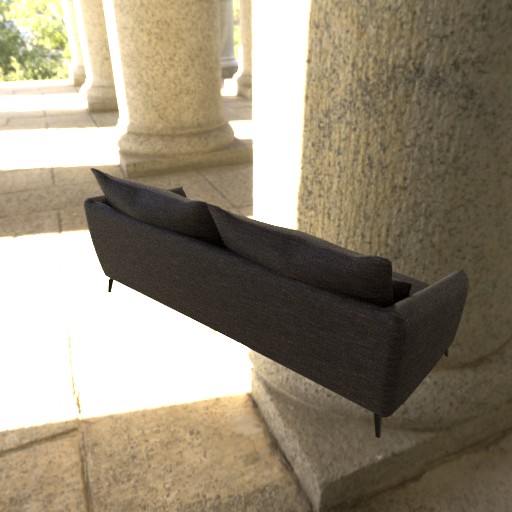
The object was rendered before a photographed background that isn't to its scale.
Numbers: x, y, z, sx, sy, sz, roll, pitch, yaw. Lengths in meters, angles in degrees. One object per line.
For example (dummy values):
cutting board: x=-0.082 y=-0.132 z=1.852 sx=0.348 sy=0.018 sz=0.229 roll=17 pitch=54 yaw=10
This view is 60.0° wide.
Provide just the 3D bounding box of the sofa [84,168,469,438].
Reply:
sofa: x=0.000 y=0.000 z=2.394 sx=2.019 sy=0.843 sz=0.807 roll=20 pitch=35 yaw=32
